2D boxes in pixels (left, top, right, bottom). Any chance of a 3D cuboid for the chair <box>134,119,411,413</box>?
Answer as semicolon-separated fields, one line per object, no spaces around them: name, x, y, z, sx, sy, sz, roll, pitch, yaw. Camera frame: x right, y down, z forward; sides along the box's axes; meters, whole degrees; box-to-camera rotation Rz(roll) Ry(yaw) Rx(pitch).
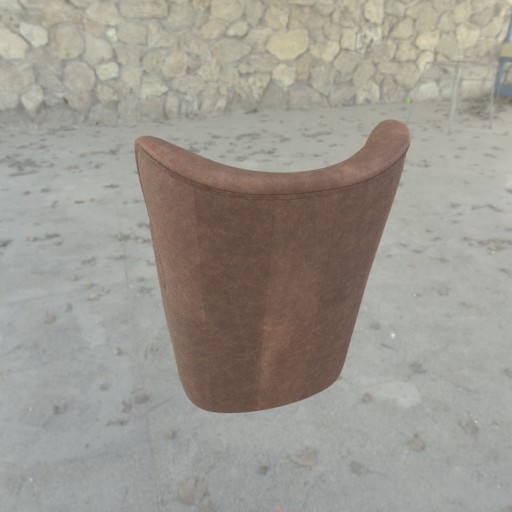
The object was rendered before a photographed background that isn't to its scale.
chair;0.000;0.000;1.740;0.831;1.079;0.930;-8;28;-15
